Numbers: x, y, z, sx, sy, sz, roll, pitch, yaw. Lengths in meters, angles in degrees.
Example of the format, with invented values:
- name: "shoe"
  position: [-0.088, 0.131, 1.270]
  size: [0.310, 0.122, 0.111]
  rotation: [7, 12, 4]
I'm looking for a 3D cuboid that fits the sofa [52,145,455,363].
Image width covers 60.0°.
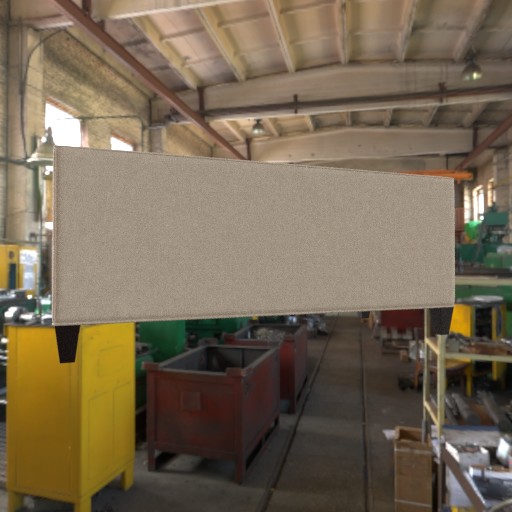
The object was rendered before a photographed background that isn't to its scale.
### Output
- name: "sofa"
  position: [0.000, 0.000, 2.186]
  size: [1.778, 0.762, 0.775]
  rotation: [0, -1, -20]
